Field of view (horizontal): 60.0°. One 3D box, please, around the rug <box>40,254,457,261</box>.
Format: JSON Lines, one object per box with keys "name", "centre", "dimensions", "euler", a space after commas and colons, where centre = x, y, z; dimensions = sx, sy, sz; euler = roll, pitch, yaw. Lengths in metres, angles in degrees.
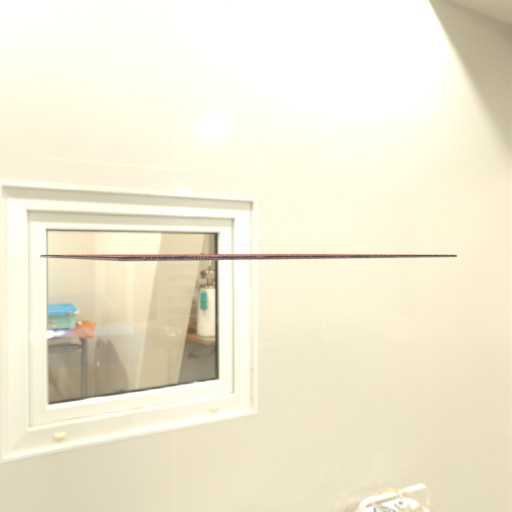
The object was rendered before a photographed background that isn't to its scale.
{"name": "rug", "centre": [0.000, 0.000, 3.059], "dimensions": [2.449, 0.018, 1.539], "euler": [0, 1, -36]}
